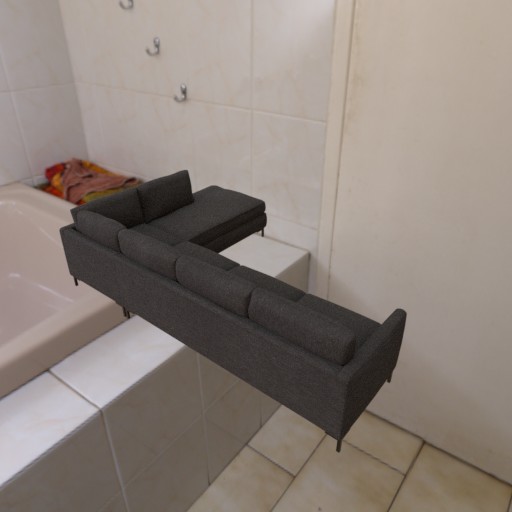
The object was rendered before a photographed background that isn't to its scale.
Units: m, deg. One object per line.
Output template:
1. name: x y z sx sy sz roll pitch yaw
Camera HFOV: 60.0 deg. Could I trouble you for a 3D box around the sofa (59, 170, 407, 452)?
1. sofa: 0.000 0.000 3.903 2.949 0.815 2.007 22 36 33
